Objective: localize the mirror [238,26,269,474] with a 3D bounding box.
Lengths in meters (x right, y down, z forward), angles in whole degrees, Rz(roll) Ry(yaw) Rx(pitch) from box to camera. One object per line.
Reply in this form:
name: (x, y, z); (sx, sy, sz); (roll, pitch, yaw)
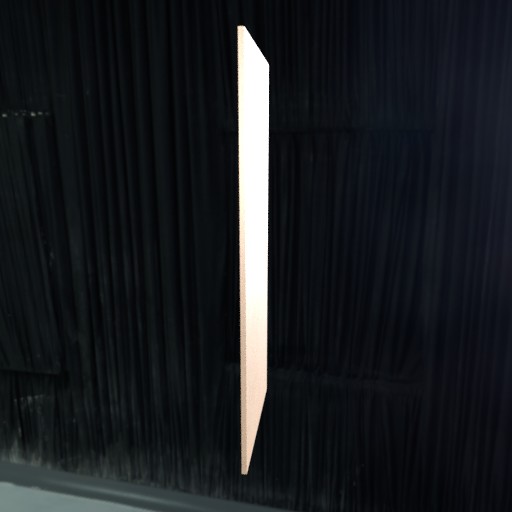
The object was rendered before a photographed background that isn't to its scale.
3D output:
mirror: (0.000, 0.000, 2.352); (0.026, 2.031, 0.812); (2, 14, 8)
